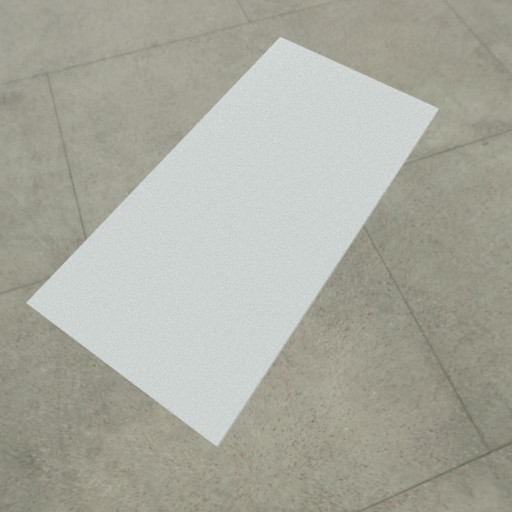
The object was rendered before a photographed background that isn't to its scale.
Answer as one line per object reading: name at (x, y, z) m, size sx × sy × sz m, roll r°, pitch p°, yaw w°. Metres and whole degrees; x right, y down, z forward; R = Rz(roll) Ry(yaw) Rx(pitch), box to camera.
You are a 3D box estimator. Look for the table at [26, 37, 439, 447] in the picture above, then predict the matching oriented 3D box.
table at (0.000, 0.000, 1.343) m, size 0.498 × 0.660 × 0.991 m, roll 31°, pitch 68°, yaw 14°
